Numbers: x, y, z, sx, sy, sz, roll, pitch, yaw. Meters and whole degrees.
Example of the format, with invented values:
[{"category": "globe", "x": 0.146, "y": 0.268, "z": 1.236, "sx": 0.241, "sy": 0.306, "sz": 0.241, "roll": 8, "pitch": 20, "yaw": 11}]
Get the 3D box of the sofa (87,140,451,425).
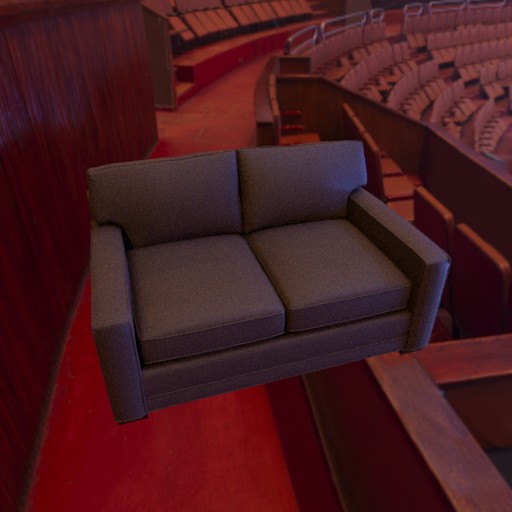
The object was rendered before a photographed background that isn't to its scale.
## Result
[{"category": "sofa", "x": 0.000, "y": 0.000, "z": 2.211, "sx": 1.534, "sy": 0.887, "sz": 0.974, "roll": -10, "pitch": 33, "yaw": -15}]
